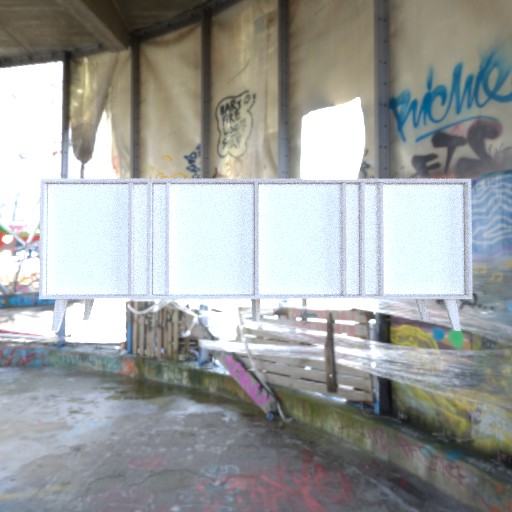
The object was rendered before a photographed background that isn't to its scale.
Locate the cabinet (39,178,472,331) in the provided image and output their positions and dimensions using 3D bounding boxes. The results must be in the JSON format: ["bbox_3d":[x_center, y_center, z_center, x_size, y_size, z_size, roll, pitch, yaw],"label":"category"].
[{"bbox_3d":[0.000,0.000,2.505,2.200,0.780,0.500,0,-1,0],"label":"cabinet"}]
